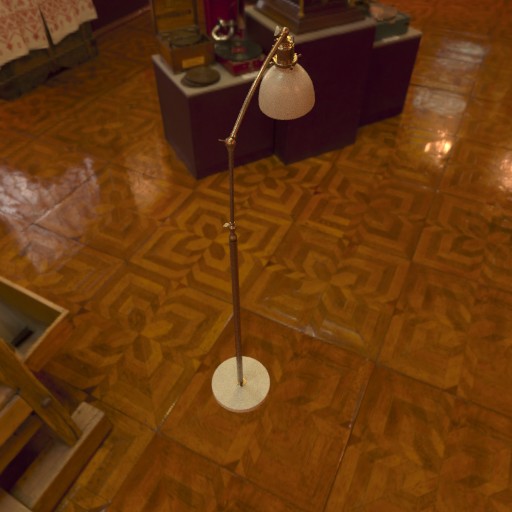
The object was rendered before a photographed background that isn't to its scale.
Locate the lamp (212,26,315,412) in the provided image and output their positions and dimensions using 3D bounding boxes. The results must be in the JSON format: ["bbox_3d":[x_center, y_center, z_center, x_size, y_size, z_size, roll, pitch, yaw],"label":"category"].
[{"bbox_3d":[0.000,0.000,1.738,0.288,1.586,0.599,22,50,19],"label":"lamp"}]
